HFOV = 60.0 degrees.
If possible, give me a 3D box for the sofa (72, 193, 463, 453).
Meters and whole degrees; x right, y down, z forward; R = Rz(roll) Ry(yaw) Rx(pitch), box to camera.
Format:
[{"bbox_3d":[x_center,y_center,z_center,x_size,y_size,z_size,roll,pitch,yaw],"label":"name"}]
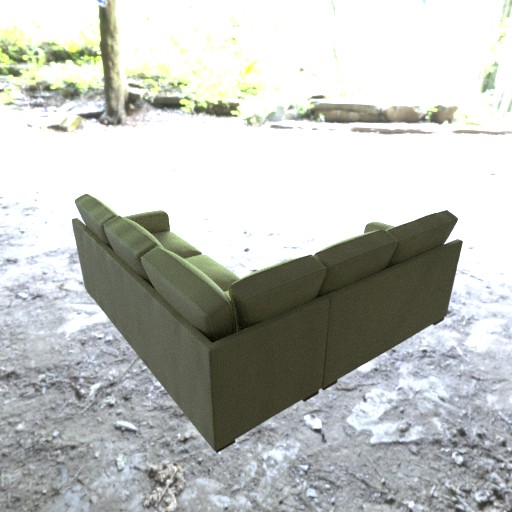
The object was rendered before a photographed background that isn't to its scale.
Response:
[{"bbox_3d":[0.000,0.000,3.543,2.182,0.939,2.189,-18,31,-33],"label":"sofa"}]
